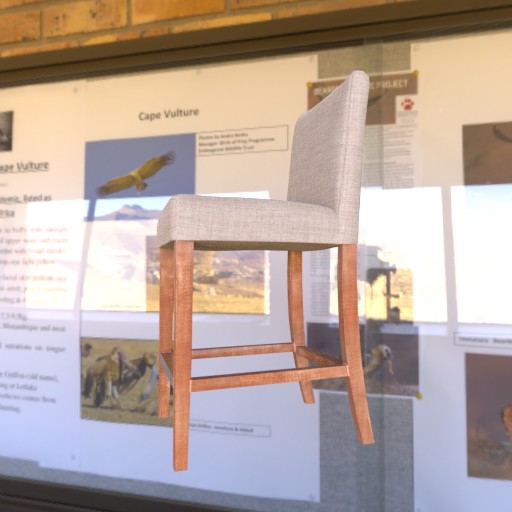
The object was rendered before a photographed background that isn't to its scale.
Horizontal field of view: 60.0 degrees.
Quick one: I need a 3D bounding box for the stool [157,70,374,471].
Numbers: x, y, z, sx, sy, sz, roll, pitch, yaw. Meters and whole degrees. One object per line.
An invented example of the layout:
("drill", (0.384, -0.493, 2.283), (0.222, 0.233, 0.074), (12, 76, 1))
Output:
("stool", (0.000, 0.000, 1.344), (0.567, 1.039, 0.454), (1, -2, -17))
